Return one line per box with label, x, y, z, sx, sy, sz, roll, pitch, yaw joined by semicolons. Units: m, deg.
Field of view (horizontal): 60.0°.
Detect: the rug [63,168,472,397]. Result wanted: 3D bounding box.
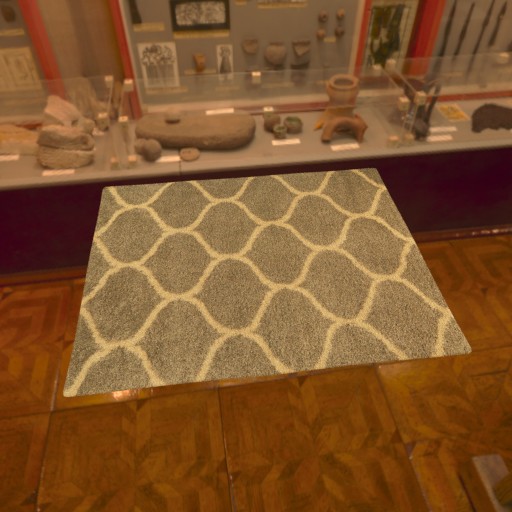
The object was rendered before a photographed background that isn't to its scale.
rug;0.000;0.000;4.033;3.000;0.026;2.399;-5;46;-5
